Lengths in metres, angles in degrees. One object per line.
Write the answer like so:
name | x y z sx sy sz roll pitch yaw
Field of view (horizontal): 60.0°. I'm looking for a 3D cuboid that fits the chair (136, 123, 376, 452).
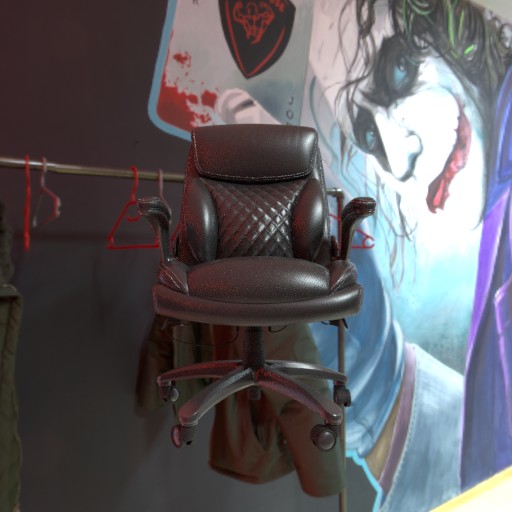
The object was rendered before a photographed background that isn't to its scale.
chair | 0.000 0.000 1.587 0.782 1.110 0.724 0 0 -1
